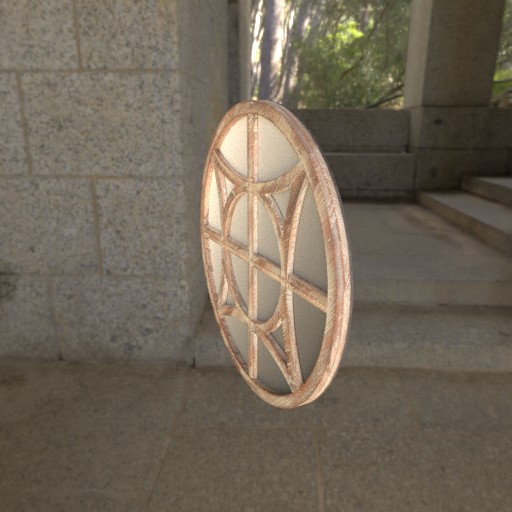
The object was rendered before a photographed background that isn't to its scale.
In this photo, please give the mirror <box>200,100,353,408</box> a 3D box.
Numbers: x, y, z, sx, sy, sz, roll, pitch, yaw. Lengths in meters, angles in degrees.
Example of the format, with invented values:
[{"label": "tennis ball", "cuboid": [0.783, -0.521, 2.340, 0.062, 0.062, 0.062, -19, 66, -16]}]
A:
[{"label": "mirror", "cuboid": [0.000, 0.000, 1.071, 0.038, 0.710, 0.710, -8, 18, -25]}]
